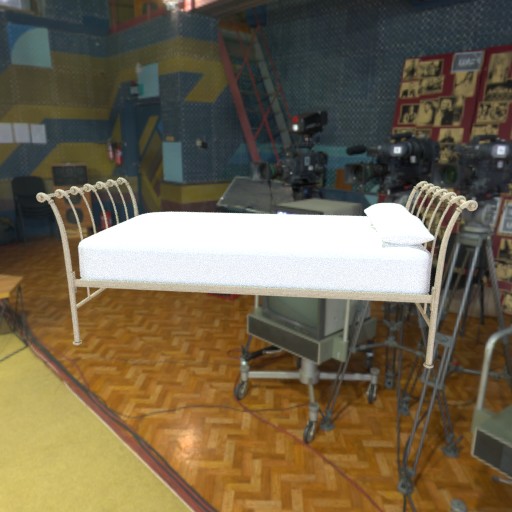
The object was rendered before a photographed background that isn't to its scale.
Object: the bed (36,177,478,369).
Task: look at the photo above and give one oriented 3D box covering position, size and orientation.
[{"bbox_3d":[0.000,0.000,2.793,2.228,0.873,1.032,2,15,8],"label":"bed"}]
